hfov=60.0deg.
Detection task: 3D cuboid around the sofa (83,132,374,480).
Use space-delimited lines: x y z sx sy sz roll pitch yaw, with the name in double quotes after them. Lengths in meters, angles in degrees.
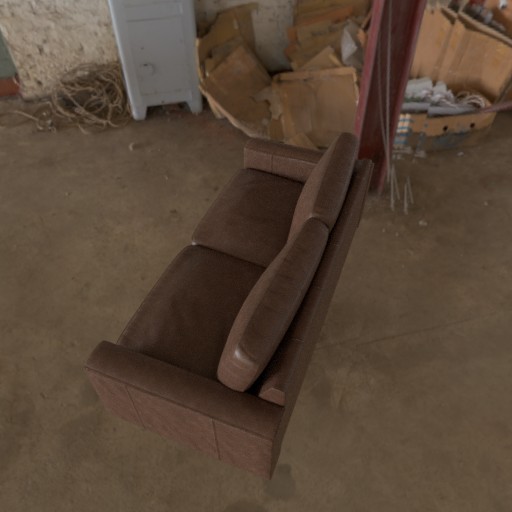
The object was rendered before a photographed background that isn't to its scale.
0.000 0.000 2.773 1.016 0.873 2.179 16 49 15 "sofa"
